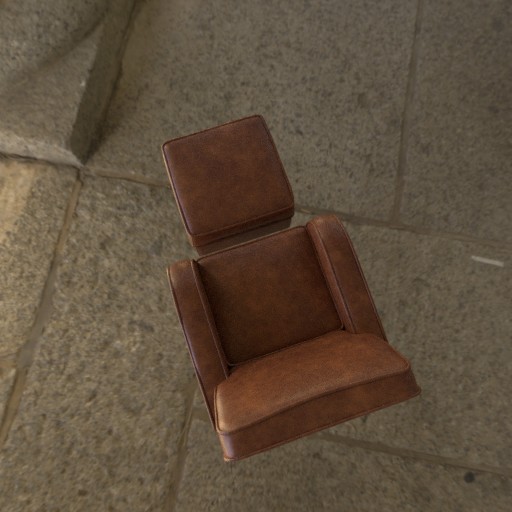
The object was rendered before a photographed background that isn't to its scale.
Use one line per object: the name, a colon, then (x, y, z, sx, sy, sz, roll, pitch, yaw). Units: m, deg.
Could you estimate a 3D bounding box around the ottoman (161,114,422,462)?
ottoman: (0.000, 0.000, 1.851, 0.732, 0.904, 1.314, -18, 77, -4)
